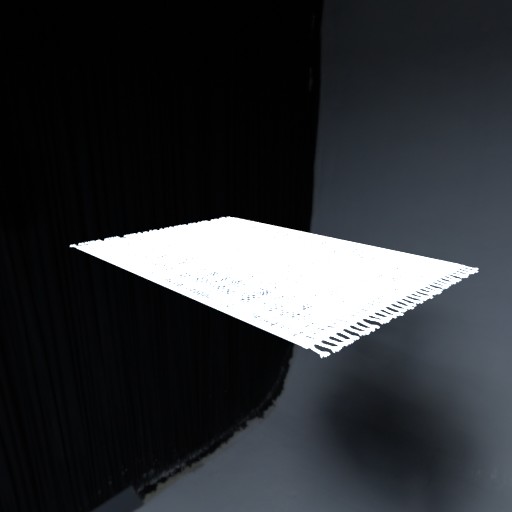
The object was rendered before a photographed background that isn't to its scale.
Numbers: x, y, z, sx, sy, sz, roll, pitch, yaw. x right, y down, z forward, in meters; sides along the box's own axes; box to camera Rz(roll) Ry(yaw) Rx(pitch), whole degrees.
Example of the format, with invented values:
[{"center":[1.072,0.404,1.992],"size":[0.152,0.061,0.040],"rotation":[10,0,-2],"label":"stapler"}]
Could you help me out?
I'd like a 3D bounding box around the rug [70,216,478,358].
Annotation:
[{"center":[0.000,0.000,2.371],"size":[1.243,0.013,1.872],"rotation":[-15,22,-42],"label":"rug"}]
